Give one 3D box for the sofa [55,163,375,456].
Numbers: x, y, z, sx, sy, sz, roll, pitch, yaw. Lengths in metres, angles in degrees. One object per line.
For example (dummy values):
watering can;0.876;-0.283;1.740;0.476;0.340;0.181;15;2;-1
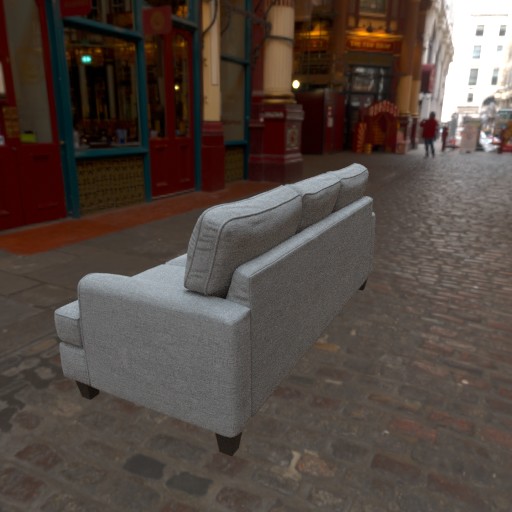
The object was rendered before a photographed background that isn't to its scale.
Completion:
sofa;0.000;0.000;2.646;0.951;0.965;2.158;9;19;26
